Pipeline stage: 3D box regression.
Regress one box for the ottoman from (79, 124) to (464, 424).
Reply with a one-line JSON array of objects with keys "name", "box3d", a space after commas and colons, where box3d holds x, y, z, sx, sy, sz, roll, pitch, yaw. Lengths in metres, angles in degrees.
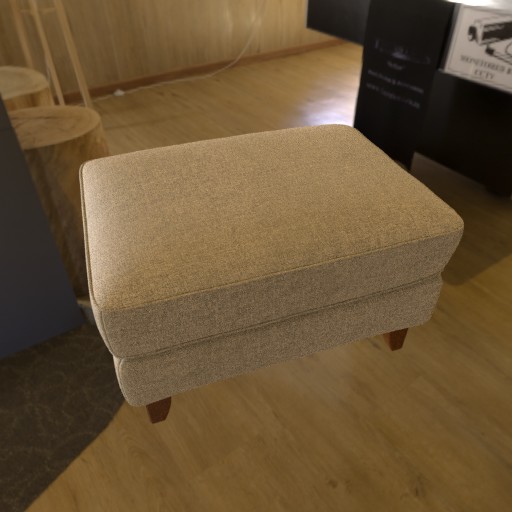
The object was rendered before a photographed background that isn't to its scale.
[{"name": "ottoman", "box3d": [0.000, 0.000, 1.311, 0.889, 0.561, 0.661, -13, 42, -14]}]
